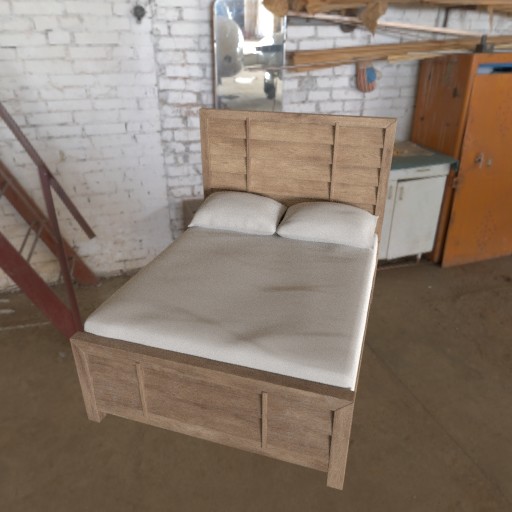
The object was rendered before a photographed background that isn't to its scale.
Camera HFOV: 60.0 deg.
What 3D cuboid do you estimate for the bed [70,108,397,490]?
[{"bbox_3d":[0.000,0.000,3.098,1.615,1.631,2.017,8,28,16],"label":"bed"}]
